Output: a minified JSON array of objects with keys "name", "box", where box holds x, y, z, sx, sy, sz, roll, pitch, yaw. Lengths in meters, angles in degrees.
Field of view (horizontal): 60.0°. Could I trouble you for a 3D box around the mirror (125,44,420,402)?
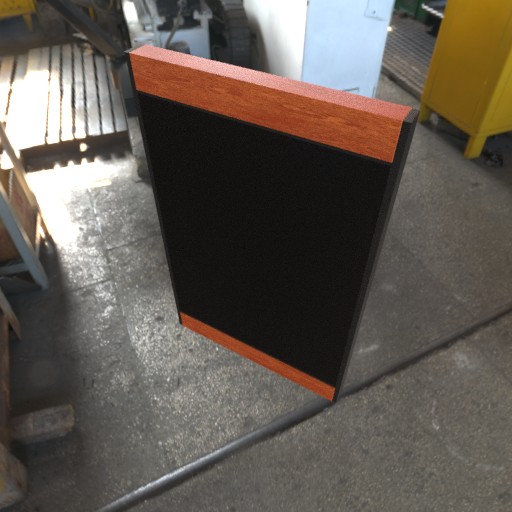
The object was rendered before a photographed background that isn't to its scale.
[{"name":"mirror","box":[0.000,0.000,1.013,0.525,0.823,0.047,22,49,21]}]
